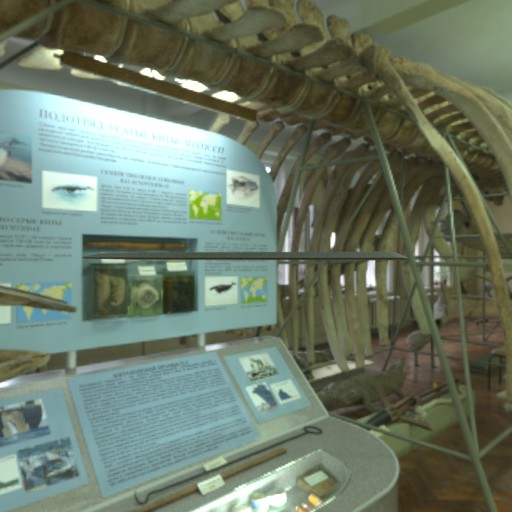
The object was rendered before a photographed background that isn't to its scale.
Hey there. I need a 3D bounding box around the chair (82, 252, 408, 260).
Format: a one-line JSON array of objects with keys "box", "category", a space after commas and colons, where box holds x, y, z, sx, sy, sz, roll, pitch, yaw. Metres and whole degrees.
[{"box": [0.000, 0.000, 1.958, 1.219, 0.024, 1.372, 0, 0, 16], "category": "chair"}]
